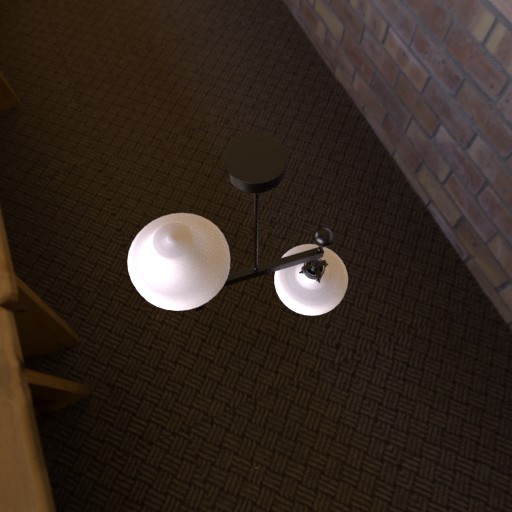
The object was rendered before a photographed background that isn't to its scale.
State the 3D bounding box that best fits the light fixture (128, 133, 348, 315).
[{"bbox_3d":[0.000,0.000,1.052,0.422,0.743,0.489,32,69,14],"label":"light fixture"}]
